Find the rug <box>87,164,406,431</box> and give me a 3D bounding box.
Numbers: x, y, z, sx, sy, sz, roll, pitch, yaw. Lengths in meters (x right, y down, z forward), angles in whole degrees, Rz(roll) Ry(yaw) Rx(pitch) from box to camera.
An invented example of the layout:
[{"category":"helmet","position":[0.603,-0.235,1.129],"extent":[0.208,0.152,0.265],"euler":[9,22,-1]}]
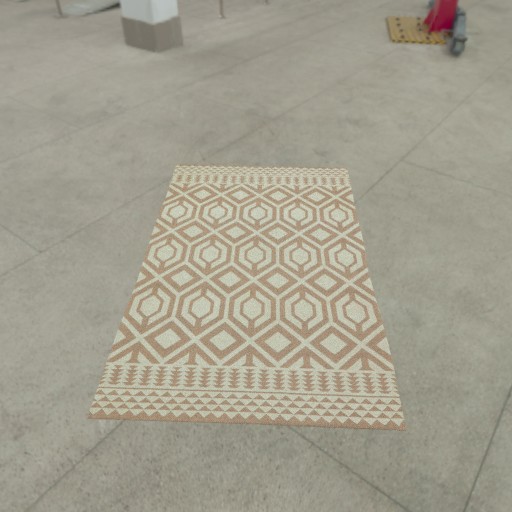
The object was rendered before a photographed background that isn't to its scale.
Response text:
[{"category":"rug","position":[0.000,0.000,3.017],"extent":[1.526,0.011,2.435],"euler":[2,41,2]}]
